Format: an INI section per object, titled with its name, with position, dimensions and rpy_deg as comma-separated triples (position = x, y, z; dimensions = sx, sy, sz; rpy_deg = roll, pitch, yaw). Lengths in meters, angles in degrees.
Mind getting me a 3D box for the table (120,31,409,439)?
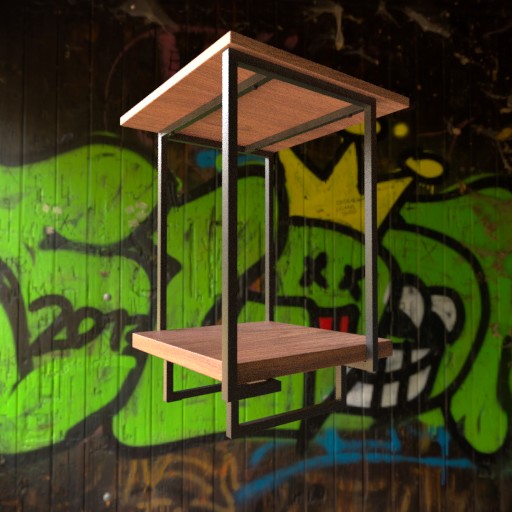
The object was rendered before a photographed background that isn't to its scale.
[table]
position = 0.000, 0.000, 0.842
dimensions = 0.384, 0.567, 0.411
rpy_deg = 1, -2, -36
